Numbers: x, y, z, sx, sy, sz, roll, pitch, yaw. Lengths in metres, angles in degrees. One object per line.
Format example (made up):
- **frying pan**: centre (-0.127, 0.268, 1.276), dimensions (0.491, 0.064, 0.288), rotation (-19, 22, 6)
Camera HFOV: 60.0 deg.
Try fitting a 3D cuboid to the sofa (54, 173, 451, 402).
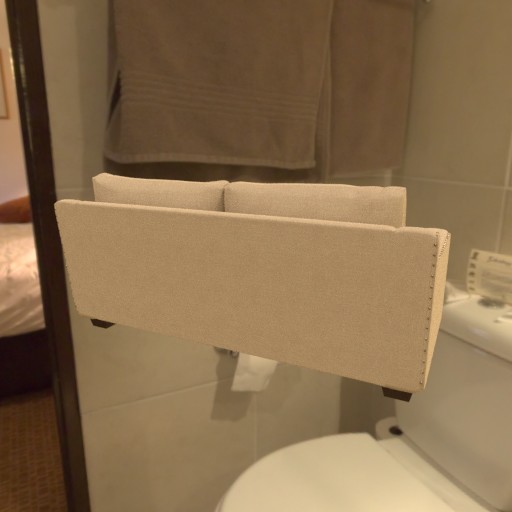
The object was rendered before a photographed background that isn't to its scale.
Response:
- **sofa**: centre (0.000, 0.000, 2.702), dimensions (2.107, 0.983, 1.104), rotation (7, 16, 25)
